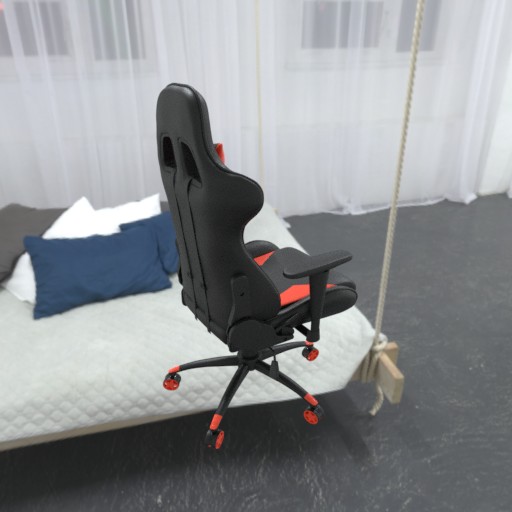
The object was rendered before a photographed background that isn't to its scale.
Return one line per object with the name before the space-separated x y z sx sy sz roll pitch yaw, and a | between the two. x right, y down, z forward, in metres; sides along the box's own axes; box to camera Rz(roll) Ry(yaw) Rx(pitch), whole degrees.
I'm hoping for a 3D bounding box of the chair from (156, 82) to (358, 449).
chair | 0.000 0.000 1.731 0.730 1.282 0.695 -16 30 -30
